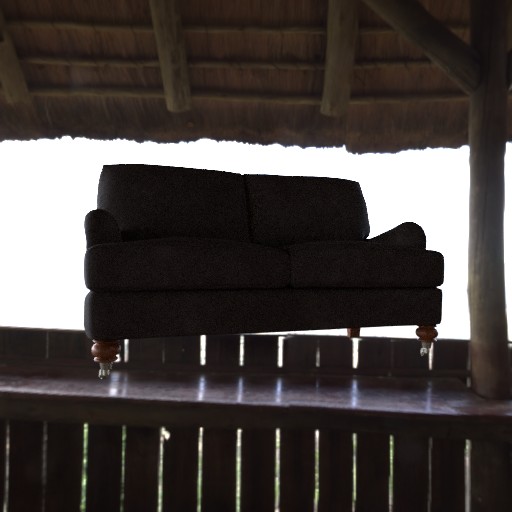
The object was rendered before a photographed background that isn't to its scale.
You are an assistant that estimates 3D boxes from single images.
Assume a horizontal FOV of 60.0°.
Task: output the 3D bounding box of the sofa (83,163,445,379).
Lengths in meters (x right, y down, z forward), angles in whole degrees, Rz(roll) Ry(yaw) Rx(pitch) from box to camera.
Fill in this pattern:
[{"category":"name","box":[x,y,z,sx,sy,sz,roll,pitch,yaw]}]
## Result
[{"category":"sofa","box":[0.000,0.000,2.569,1.853,1.101,1.084,1,-2,-18]}]
